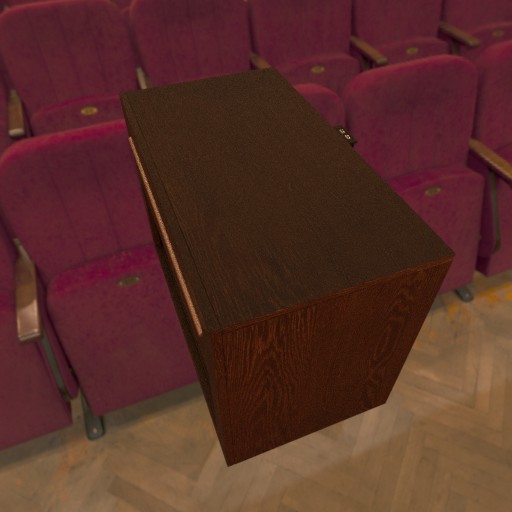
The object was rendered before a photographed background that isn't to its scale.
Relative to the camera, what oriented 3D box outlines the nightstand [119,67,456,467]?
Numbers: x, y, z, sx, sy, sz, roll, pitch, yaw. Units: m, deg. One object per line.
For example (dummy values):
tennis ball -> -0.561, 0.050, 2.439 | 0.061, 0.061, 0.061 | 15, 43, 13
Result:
nightstand -> 0.000, 0.000, 1.153 | 0.457, 0.612, 0.775 | -16, 48, -15
